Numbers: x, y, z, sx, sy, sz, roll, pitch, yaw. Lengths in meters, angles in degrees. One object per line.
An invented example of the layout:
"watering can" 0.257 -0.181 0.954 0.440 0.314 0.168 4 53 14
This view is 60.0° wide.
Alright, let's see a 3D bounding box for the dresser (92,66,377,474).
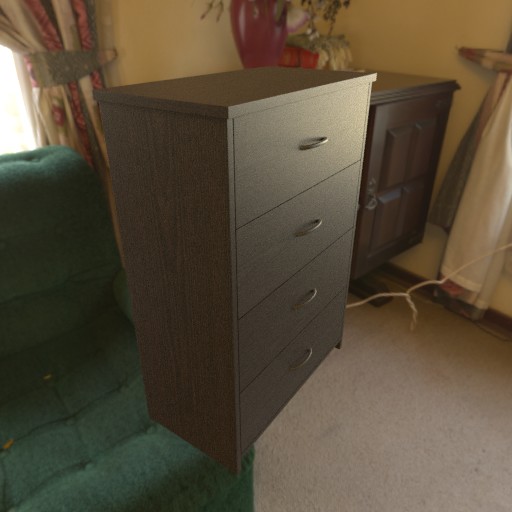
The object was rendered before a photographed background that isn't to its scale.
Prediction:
"dresser" 0.000 0.000 1.377 0.399 1.020 0.704 18 33 30
